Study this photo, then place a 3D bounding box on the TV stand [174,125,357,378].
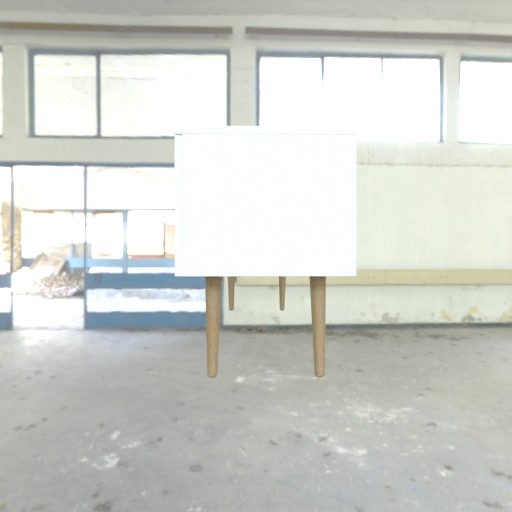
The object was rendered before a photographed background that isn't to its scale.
[{"bbox_3d":[0.000,0.000,1.628,0.401,0.560,1.398,0,1,-1],"label":"TV stand"}]
